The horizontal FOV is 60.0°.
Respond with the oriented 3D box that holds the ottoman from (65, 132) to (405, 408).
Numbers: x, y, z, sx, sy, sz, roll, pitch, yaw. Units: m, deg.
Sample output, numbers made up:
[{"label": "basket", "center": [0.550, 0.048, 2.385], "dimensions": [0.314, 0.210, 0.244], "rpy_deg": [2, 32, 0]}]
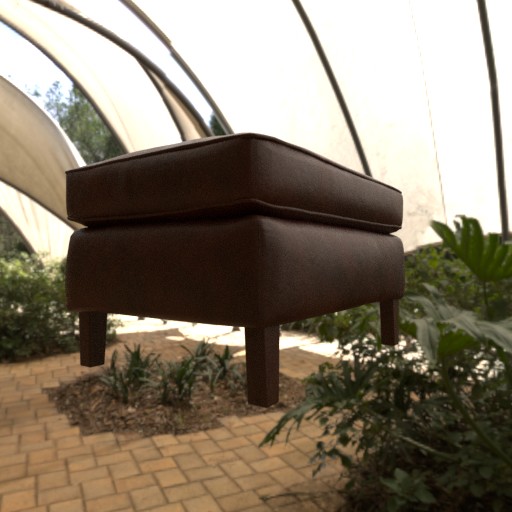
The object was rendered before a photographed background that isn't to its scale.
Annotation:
[{"label": "ottoman", "center": [0.000, 0.000, 0.980], "dimensions": [0.501, 0.432, 0.665], "rpy_deg": [0, -1, 35]}]
